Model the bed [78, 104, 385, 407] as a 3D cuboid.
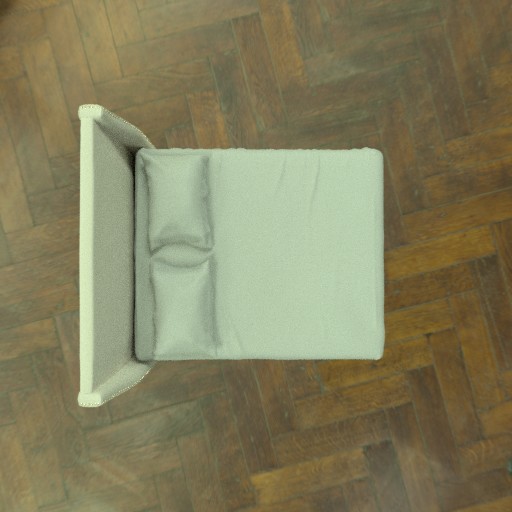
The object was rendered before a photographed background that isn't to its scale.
[{"bbox_3d":[0.000,0.000,3.446,2.276,1.332,1.925,0,90,-1],"label":"bed"}]
